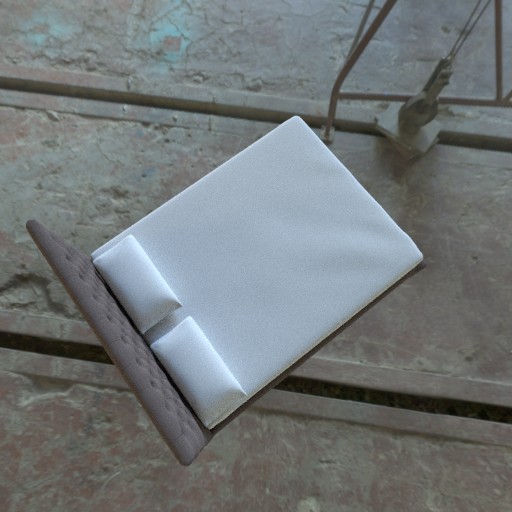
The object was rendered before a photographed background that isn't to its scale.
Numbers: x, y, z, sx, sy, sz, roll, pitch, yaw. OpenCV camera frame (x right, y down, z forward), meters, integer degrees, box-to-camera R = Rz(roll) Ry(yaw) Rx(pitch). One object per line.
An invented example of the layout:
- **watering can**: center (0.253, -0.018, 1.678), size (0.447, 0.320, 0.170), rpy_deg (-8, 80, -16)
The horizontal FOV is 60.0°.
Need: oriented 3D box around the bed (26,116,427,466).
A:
- **bed**: center (0.000, 0.000, 3.307), size (2.233, 1.426, 1.696), rpy_deg (-36, 77, -9)
